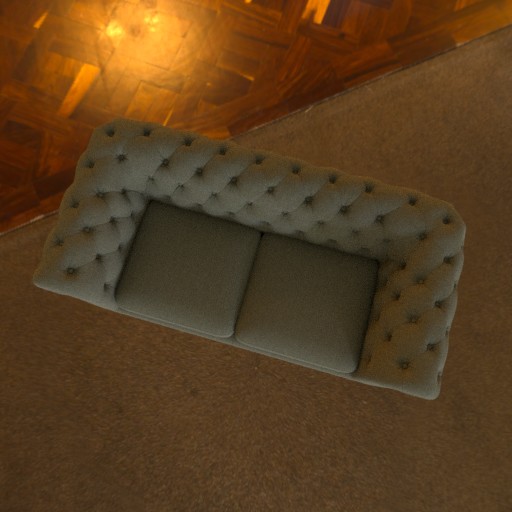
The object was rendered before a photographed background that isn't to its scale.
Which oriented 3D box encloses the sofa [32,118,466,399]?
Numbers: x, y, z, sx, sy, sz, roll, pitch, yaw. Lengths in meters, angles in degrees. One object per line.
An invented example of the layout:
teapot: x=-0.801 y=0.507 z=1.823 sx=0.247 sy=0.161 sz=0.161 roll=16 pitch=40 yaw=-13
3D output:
sofa: x=0.000 y=0.000 z=2.427 sx=1.998 sy=0.764 sz=0.986 roll=15 pitch=76 yaw=4
